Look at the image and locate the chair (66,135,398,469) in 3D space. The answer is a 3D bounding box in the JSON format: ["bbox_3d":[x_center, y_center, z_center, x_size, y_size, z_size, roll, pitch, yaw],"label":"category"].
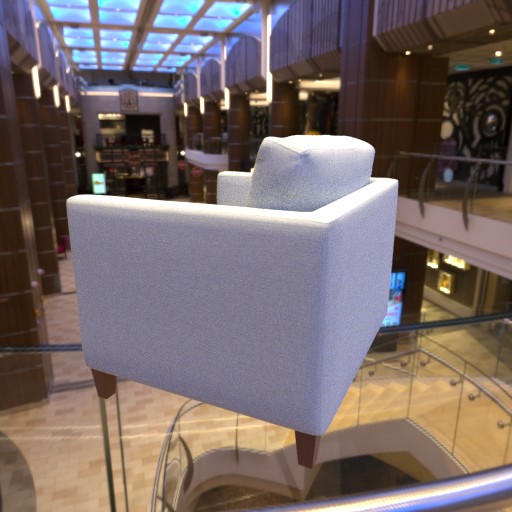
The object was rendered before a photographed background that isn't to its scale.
[{"bbox_3d":[0.000,0.000,1.817,0.953,0.961,1.107,8,18,25],"label":"chair"}]
